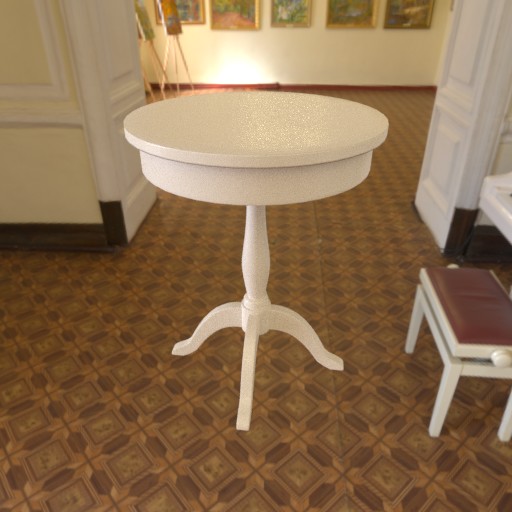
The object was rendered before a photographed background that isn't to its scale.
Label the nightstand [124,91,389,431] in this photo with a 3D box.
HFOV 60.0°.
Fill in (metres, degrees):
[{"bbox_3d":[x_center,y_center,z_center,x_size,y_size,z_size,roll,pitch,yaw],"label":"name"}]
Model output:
[{"bbox_3d":[0.000,0.000,1.048,0.513,0.653,0.513,9,31,14],"label":"nightstand"}]
